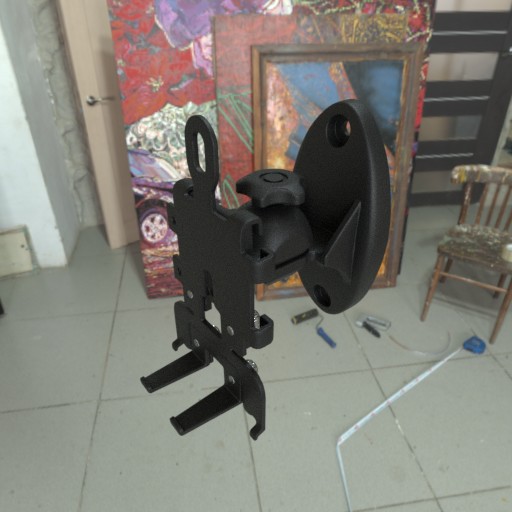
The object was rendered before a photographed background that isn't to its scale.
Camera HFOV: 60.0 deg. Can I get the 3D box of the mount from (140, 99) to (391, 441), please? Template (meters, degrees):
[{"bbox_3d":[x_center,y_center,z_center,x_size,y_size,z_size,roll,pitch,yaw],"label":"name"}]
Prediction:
[{"bbox_3d":[0.000,0.000,0.178,0.100,0.118,0.066,-23,38,-32],"label":"mount"}]
